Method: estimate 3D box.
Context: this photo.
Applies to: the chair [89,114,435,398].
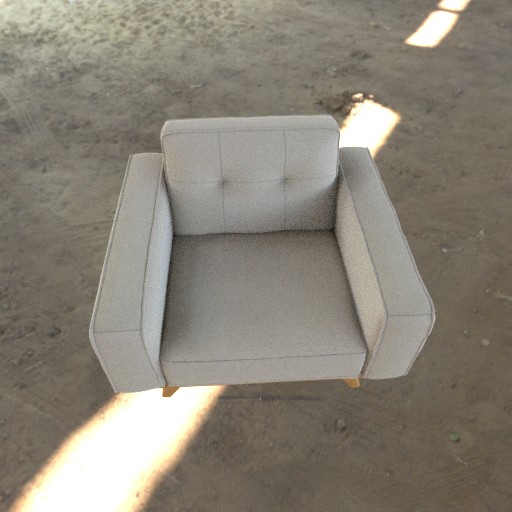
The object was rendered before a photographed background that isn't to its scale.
[{"bbox_3d":[0.000,0.000,1.793,1.115,0.779,0.953,-2,47,-2],"label":"chair"}]
